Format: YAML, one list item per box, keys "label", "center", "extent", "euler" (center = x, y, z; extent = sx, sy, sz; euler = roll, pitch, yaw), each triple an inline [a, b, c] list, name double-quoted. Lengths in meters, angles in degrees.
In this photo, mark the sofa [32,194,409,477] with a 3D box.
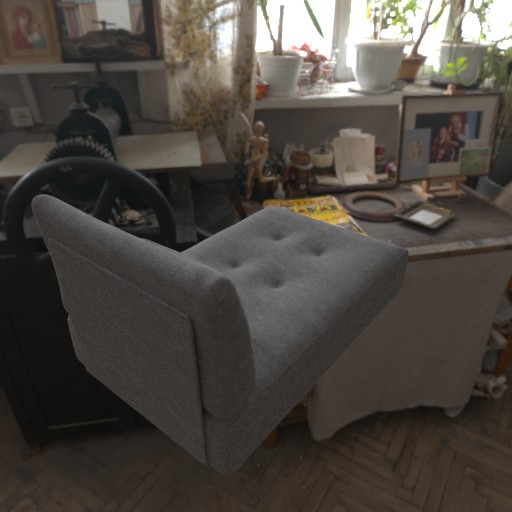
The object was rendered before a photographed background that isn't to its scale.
- label: "sofa"
  center: [0.000, 0.000, 1.988]
  extent: [0.930, 0.820, 1.450]
  euler: [22, 37, 33]
